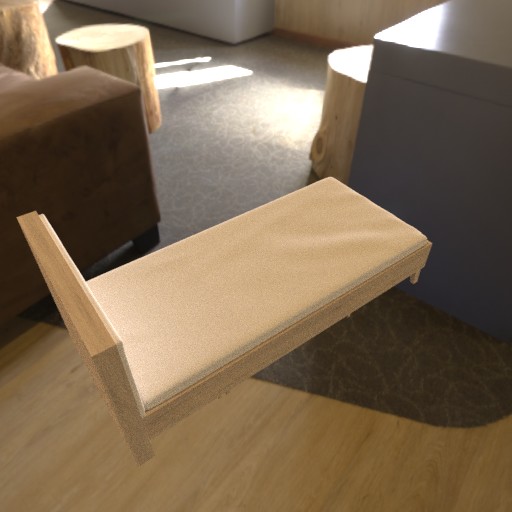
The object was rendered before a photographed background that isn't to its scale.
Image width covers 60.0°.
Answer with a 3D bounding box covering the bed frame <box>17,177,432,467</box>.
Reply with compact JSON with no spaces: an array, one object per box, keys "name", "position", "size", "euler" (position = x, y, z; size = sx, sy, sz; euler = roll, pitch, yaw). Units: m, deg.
[{"name":"bed frame","position":[0.000,0.000,2.619],"size":[2.140,0.920,0.990],"euler":[-26,48,-26]}]
